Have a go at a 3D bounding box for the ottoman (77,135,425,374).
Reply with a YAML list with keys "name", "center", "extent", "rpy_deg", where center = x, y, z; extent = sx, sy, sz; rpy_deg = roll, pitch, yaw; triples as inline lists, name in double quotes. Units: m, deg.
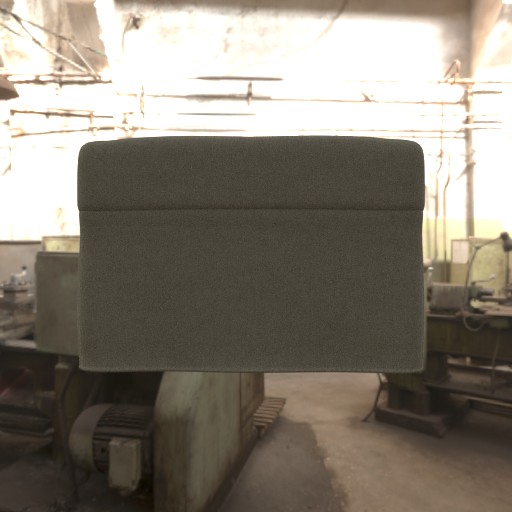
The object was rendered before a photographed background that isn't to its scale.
- name: "ottoman"
  center: [0.000, 0.000, 1.208]
  extent: [0.648, 0.461, 0.833]
  rpy_deg: [0, 1, 1]
